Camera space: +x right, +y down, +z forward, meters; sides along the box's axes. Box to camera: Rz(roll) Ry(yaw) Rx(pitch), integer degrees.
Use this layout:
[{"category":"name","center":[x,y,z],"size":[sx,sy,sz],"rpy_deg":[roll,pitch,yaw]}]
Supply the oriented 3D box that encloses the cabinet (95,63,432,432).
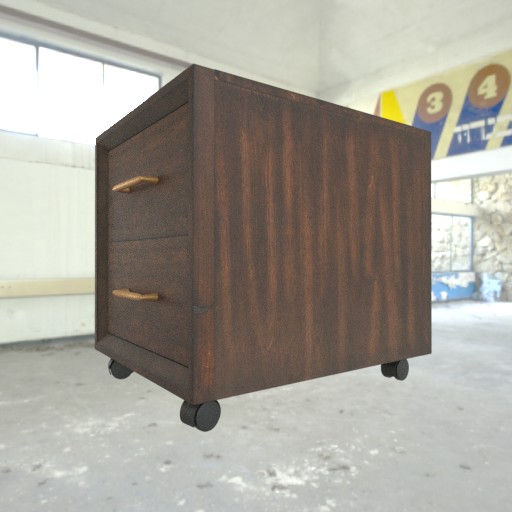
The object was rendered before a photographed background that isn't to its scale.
[{"category":"cabinet","center":[0.000,0.000,0.825],"size":[0.500,0.455,0.402],"rpy_deg":[0,0,-36]}]
